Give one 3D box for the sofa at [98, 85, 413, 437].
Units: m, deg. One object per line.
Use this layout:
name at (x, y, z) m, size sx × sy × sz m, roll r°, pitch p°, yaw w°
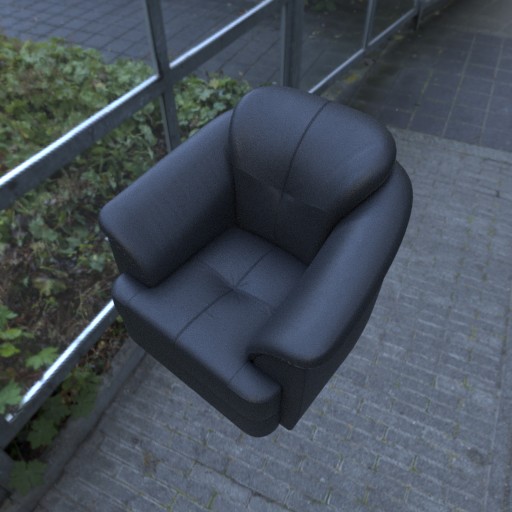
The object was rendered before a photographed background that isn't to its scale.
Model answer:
sofa at (0.000, 0.000, 1.483) m, size 0.870 × 0.811 × 0.794 m, roll 31°, pitch 54°, yaw 26°
